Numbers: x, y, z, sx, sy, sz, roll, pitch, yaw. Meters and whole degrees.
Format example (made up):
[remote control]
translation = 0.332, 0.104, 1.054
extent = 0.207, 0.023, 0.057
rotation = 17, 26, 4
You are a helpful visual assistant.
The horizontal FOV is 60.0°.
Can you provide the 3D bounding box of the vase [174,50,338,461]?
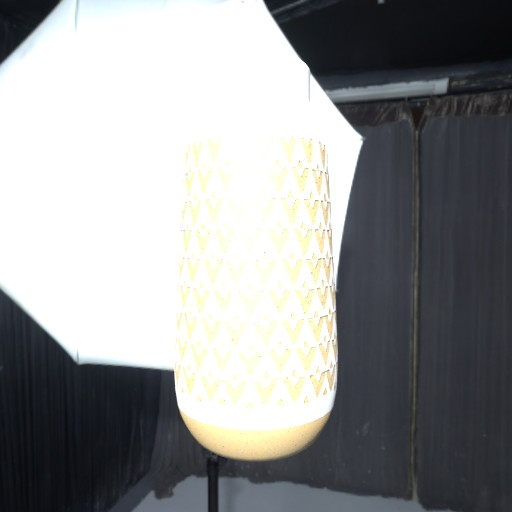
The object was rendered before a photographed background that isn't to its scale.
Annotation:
[vase]
translation = 0.000, 0.000, 0.375
extent = 0.137, 0.307, 0.137
rotation = 0, 2, 0
